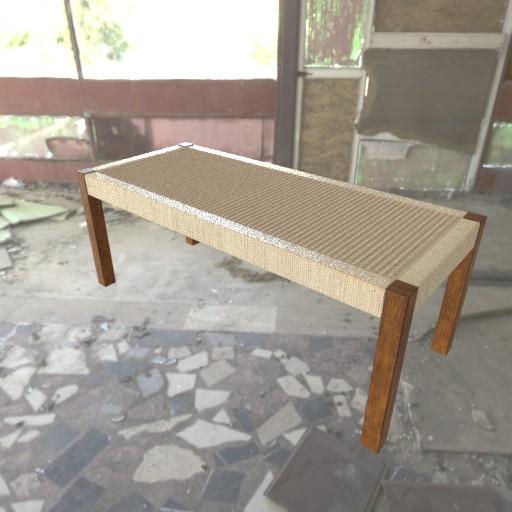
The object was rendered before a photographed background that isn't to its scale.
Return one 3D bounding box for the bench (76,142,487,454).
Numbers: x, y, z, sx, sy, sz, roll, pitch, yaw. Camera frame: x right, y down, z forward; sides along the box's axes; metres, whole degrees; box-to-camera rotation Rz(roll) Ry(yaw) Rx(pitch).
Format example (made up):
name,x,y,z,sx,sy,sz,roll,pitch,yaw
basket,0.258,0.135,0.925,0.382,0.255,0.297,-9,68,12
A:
name,x,y,z,sx,sy,sz,roll,pitch,yaw
bench,0.000,0.000,1.469,1.198,0.457,0.507,22,36,34
